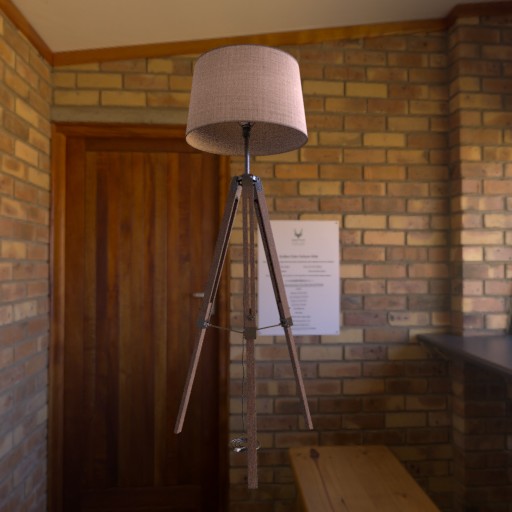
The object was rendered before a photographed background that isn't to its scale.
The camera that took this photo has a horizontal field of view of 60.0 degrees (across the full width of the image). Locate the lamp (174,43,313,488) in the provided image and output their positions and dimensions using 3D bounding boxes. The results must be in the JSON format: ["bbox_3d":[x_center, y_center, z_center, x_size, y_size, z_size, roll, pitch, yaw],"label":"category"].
[{"bbox_3d":[0.000,0.000,1.810,0.587,1.510,0.604,1,-1,-36],"label":"lamp"}]
